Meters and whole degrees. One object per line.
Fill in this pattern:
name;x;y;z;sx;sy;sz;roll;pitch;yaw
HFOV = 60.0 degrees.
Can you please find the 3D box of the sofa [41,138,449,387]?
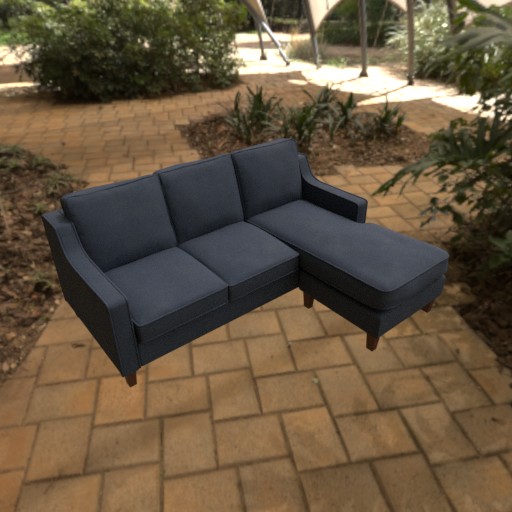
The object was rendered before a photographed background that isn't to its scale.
sofa;0.000;0.000;3.235;2.317;1.066;1.858;-23;38;-33
